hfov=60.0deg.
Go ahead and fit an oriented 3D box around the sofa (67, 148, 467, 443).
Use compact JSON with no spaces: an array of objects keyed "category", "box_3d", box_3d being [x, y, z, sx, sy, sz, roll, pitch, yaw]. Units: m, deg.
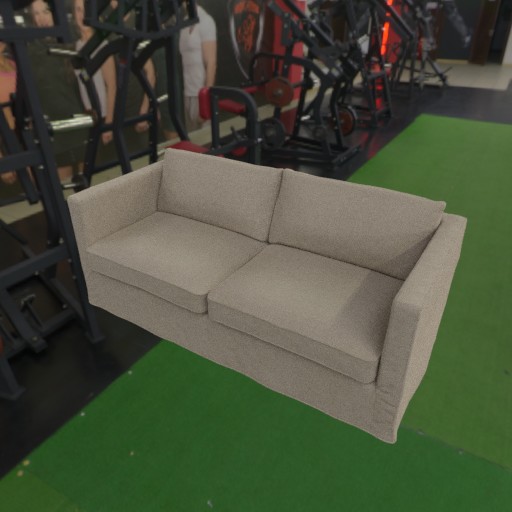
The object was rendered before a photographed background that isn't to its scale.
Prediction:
[{"category":"sofa","box_3d":[0.000,0.000,2.491,1.987,0.847,0.956,17,34,28]}]
